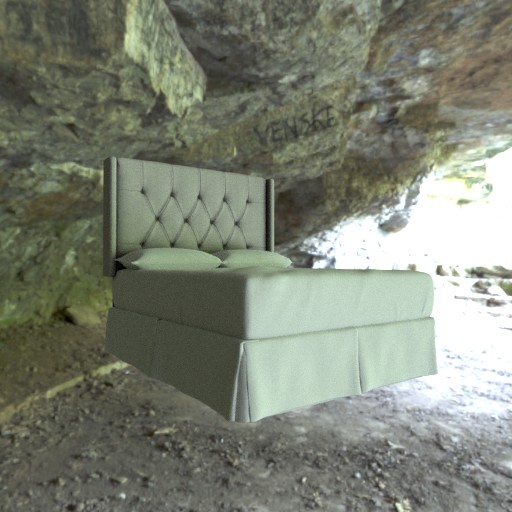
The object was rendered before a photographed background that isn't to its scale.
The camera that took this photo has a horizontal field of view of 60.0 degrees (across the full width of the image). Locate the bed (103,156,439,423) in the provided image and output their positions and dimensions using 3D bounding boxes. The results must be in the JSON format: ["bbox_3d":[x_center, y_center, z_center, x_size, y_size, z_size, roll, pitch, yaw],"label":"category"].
[{"bbox_3d":[0.000,0.000,3.368,1.719,1.665,2.066,1,-1,-36],"label":"bed"}]
